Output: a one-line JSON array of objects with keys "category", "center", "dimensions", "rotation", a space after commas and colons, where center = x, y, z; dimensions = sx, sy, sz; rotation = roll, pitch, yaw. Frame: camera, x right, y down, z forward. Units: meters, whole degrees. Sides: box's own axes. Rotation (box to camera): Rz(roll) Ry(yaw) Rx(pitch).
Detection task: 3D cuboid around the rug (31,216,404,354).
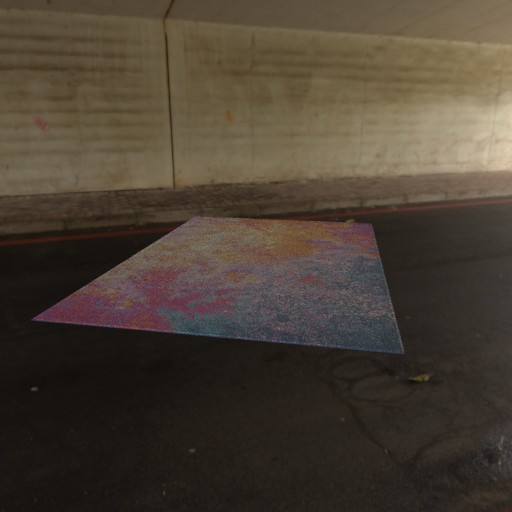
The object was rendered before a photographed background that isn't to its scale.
[{"category": "rug", "center": [0.000, 0.000, 3.656], "dimensions": [2.007, 0.013, 2.896], "rotation": [3, 17, 10]}]
